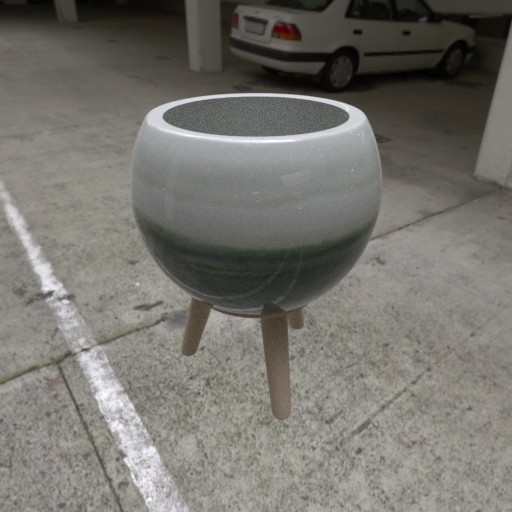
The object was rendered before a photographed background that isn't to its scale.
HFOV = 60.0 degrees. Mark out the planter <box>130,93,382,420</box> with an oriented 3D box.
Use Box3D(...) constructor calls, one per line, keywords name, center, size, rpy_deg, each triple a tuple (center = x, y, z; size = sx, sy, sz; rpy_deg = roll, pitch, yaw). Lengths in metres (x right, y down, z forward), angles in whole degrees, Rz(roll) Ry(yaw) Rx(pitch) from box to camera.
Box3D(name="planter", center=(0.000, 0.000, 0.439), size=(0.222, 0.278, 0.222), rpy_deg=(0, 30, 0))
